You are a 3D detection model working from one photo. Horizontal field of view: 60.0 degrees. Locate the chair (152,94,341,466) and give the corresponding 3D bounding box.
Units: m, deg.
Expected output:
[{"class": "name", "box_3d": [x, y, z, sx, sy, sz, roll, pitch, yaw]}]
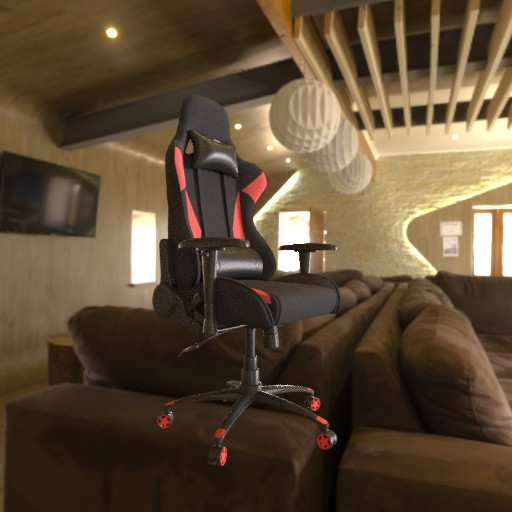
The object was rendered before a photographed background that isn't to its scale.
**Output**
[{"class": "chair", "box_3d": [0.000, 0.000, 1.709, 0.658, 1.326, 0.695, 0, 0, 36]}]
